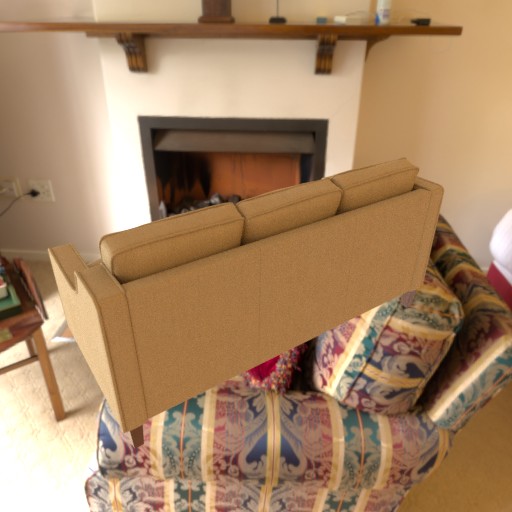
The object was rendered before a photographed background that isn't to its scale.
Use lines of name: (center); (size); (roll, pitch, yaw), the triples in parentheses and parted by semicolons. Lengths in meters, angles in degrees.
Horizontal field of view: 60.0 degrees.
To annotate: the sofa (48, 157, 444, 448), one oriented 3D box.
sofa: (0.000, 0.000, 2.510); (1.986, 0.974, 0.911); (-19, 35, -30)
